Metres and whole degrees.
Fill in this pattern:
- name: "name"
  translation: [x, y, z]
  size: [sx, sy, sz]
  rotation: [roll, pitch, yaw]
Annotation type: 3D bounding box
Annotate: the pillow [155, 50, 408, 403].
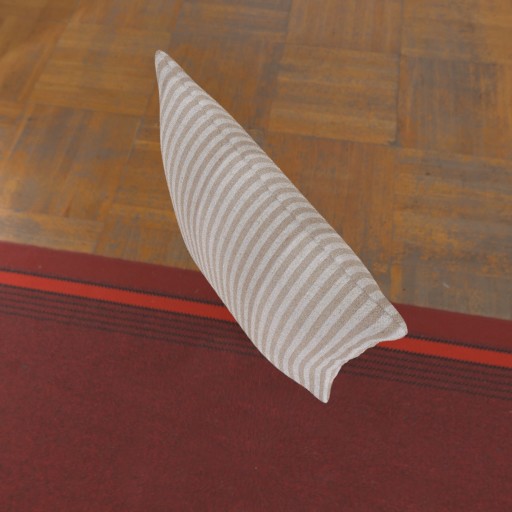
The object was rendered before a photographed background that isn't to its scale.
- name: "pillow"
  translation: [0.000, 0.000, 0.777]
  size: [0.166, 0.510, 0.523]
  rotation: [-33, 69, -15]
